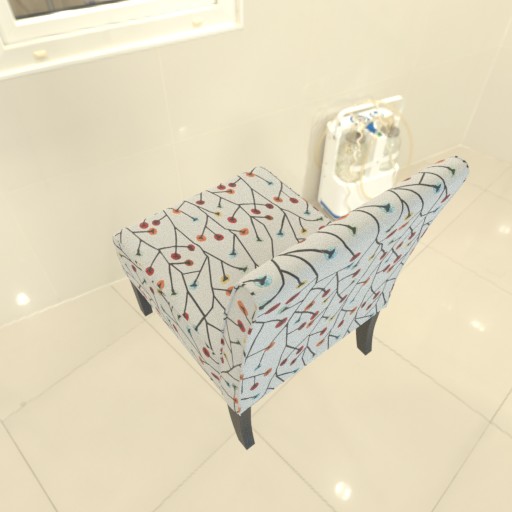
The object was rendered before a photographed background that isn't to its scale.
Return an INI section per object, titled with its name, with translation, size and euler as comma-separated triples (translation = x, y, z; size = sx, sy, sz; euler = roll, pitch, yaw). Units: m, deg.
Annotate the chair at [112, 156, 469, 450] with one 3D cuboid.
[chair]
translation = 0.000, 0.000, 1.284
size = 0.597, 0.813, 0.732
euler = -30, 54, -25
